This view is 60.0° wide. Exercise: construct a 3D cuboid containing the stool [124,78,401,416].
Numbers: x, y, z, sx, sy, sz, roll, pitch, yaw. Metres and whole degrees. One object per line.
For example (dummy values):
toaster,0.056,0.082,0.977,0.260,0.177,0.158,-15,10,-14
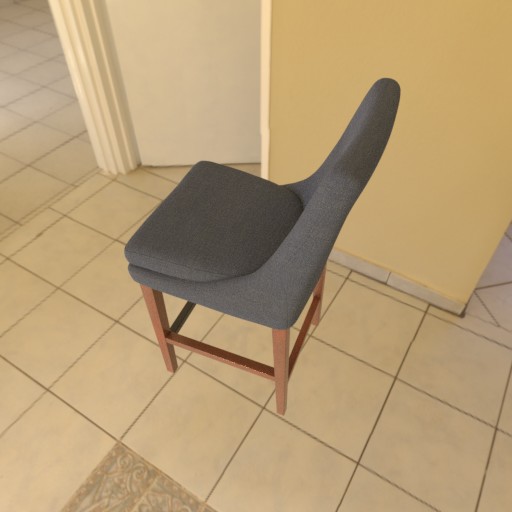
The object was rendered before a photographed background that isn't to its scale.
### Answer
stool,0.000,0.000,1.290,0.577,0.981,0.470,17,48,15
